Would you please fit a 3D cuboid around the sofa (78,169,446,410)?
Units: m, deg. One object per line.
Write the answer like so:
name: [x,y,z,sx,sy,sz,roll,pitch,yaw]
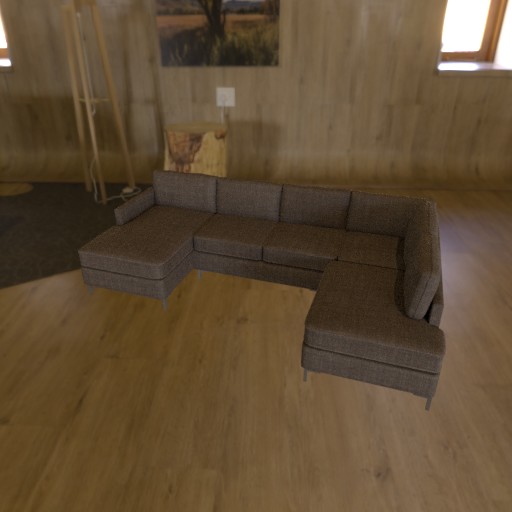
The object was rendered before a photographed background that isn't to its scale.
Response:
sofa: [0.000,0.000,4.358,3.423,0.999,2.048,9,29,16]
